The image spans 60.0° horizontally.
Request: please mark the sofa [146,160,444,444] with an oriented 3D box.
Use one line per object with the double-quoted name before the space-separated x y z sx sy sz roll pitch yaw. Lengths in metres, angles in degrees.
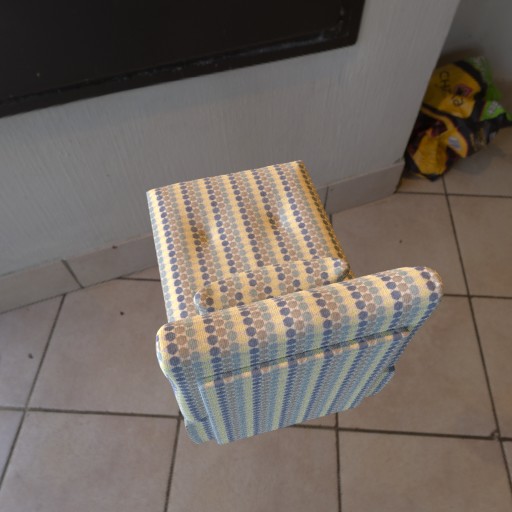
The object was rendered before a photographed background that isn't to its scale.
"sofa" 0.000 0.000 1.547 0.700 0.820 1.000 -12 57 -8
